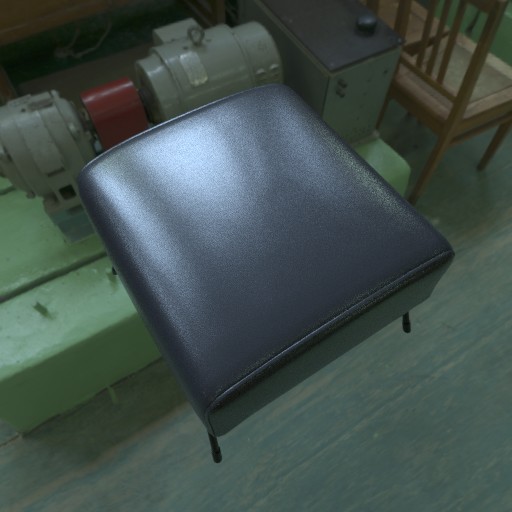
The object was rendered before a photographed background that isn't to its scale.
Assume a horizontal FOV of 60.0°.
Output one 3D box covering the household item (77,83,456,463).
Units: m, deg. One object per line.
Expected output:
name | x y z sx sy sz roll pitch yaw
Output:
household item | 0.000 0.000 0.902 0.530 0.410 0.530 -29 63 -16
